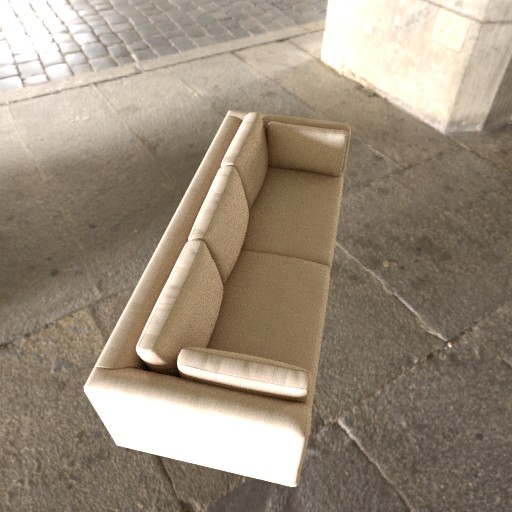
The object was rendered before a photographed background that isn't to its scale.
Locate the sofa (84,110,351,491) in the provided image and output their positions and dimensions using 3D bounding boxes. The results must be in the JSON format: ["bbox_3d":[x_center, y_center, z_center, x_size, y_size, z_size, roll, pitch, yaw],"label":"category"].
[{"bbox_3d":[0.000,0.000,2.834,0.969,0.867,2.415,9,47,9],"label":"sofa"}]
